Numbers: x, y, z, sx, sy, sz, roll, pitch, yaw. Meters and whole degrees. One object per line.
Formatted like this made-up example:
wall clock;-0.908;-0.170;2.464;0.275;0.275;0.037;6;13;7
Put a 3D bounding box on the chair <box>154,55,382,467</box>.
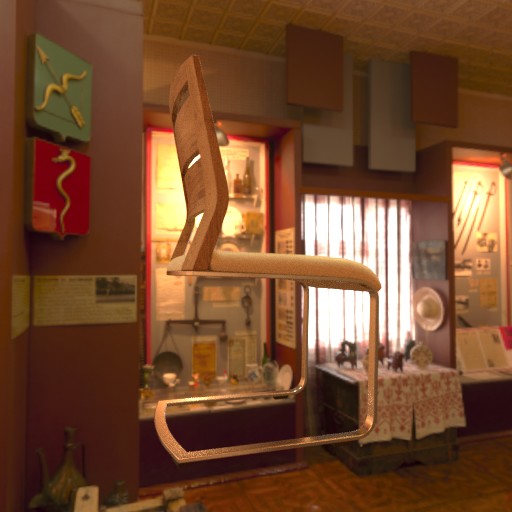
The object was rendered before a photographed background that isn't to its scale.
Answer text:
chair;0.000;0.000;1.280;0.561;0.955;0.457;1;-2;-18
